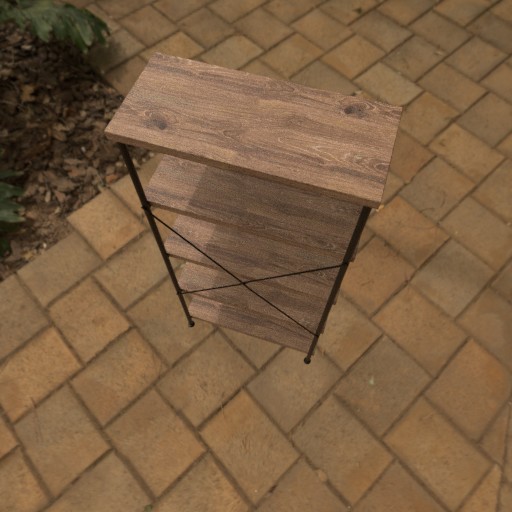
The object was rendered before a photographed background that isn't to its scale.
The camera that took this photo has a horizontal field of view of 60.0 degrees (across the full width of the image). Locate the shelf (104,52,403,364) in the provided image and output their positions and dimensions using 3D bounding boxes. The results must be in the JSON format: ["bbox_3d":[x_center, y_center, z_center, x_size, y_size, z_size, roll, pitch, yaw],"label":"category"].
[{"bbox_3d":[0.000,0.000,2.040,0.800,1.700,0.360,16,63,8],"label":"shelf"}]
